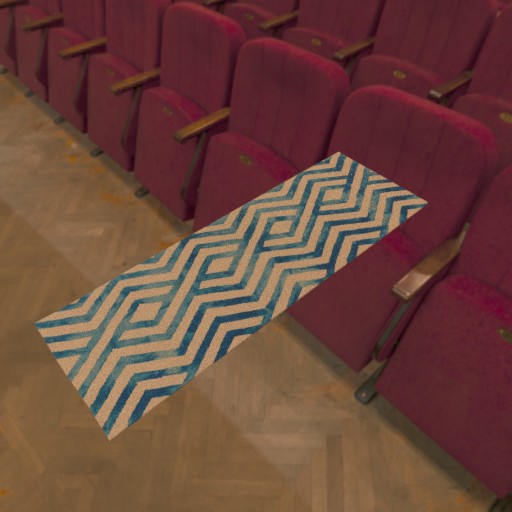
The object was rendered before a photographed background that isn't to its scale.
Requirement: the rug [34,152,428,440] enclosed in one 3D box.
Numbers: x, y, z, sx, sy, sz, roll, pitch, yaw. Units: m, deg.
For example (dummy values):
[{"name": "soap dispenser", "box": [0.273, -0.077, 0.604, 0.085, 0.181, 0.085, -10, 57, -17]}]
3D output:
[{"name": "rug", "box": [0.000, 0.000, 1.655, 1.492, 0.007, 0.503, -33, 55, -27]}]
